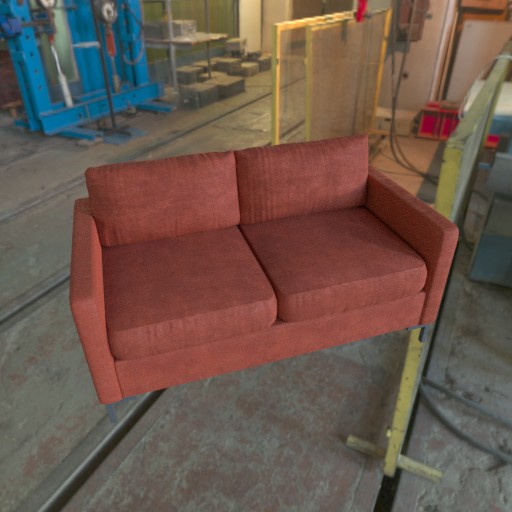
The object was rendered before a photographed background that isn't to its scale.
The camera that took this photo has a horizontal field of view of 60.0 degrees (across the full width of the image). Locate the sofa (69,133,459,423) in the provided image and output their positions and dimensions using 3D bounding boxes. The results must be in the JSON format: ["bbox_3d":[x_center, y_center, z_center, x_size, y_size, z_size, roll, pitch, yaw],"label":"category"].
[{"bbox_3d":[0.000,0.000,2.111,1.574,0.896,0.864,-10,34,-15],"label":"sofa"}]
